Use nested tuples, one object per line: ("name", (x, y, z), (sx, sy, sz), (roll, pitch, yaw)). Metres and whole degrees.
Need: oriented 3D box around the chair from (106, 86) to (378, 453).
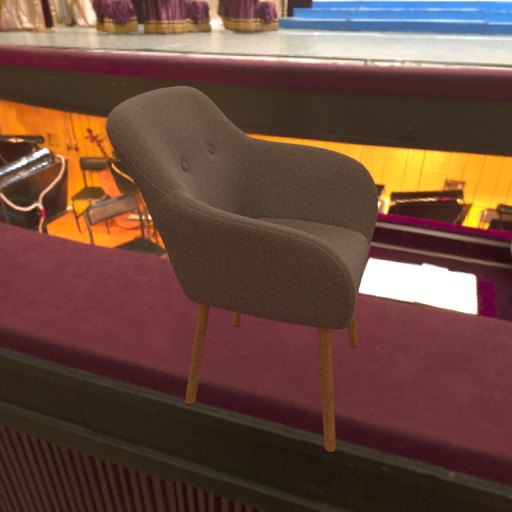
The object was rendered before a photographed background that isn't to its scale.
("chair", (0.000, 0.000, 1.218), (0.590, 0.830, 0.570), (10, 31, 16))
